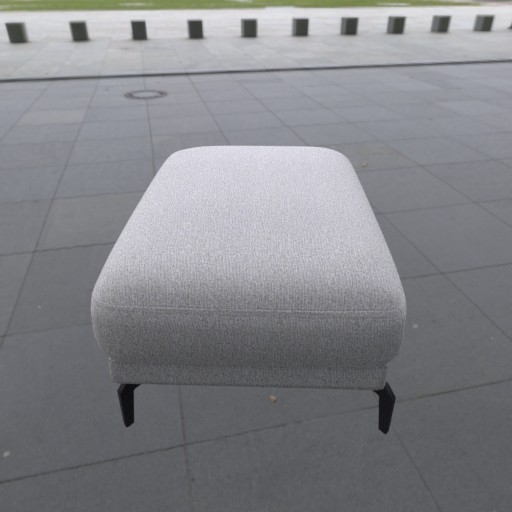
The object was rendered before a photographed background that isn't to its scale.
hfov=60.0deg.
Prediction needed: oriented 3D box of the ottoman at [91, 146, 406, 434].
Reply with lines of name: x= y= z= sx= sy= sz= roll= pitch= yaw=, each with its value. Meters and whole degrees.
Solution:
ottoman: x=0.000 y=0.000 z=1.104 sx=0.568 sy=0.420 sz=0.772 roll=1 pitch=32 yaw=2
